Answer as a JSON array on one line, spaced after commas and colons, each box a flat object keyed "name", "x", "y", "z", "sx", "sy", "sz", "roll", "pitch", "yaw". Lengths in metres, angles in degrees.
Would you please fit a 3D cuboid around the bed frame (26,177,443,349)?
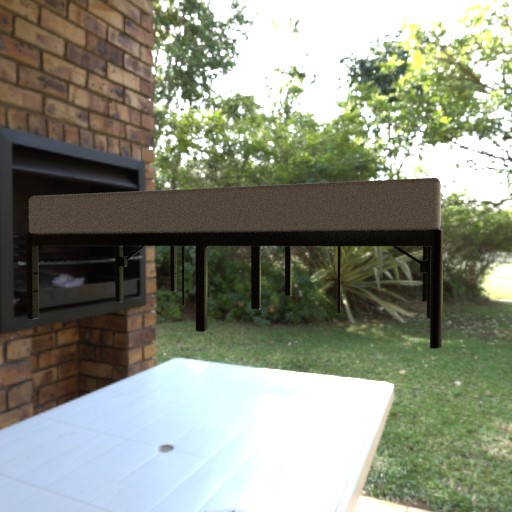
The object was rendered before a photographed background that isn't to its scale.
[{"name": "bed frame", "x": 0.000, "y": 0.000, "z": 2.751, "sx": 2.072, "sy": 0.659, "sz": 1.557, "roll": 1, "pitch": 2, "yaw": 19}]
